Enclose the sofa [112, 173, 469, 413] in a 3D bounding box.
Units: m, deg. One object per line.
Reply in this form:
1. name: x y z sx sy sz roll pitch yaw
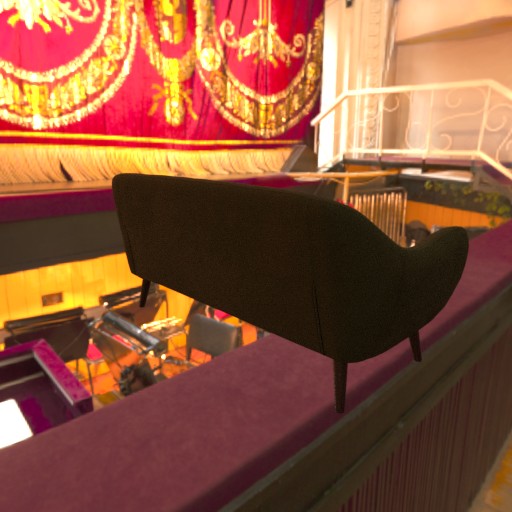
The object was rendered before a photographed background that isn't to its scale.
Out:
1. sofa: 0.000 0.000 2.288 0.820 0.836 1.840 -13 20 -41
